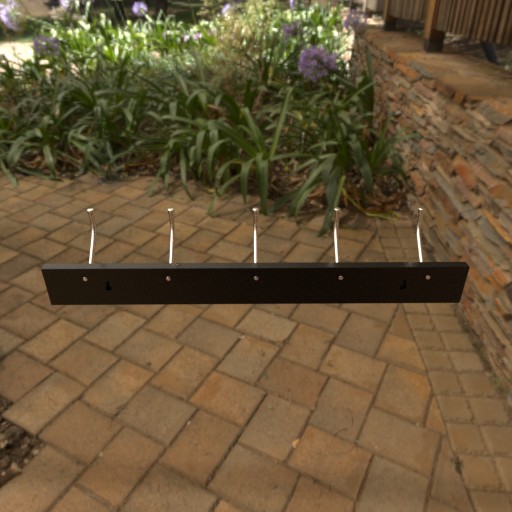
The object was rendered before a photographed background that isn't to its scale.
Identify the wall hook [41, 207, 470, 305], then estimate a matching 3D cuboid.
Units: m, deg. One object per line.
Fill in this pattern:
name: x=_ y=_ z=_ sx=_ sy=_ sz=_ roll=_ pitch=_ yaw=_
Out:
wall hook: x=0.000 y=0.000 z=0.622 sx=0.571 sy=0.117 sz=0.071 roll=0 pitch=30 yaw=0
